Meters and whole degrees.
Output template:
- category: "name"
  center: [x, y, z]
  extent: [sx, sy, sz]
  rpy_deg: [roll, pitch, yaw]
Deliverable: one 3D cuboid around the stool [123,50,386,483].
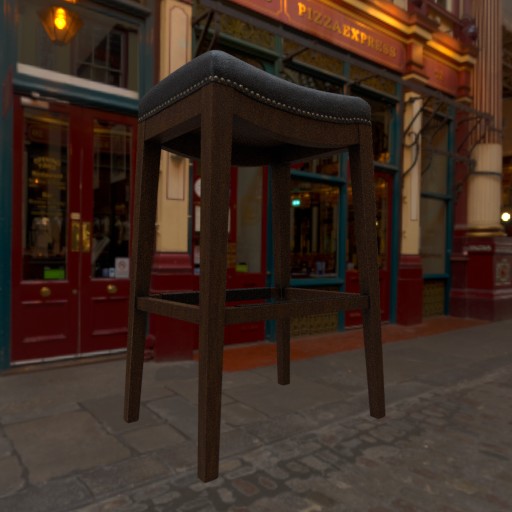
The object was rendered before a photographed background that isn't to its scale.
- category: "stool"
  center: [0.000, 0.000, 1.039]
  extent: [0.500, 0.765, 0.361]
  rpy_deg: [0, 0, -38]
